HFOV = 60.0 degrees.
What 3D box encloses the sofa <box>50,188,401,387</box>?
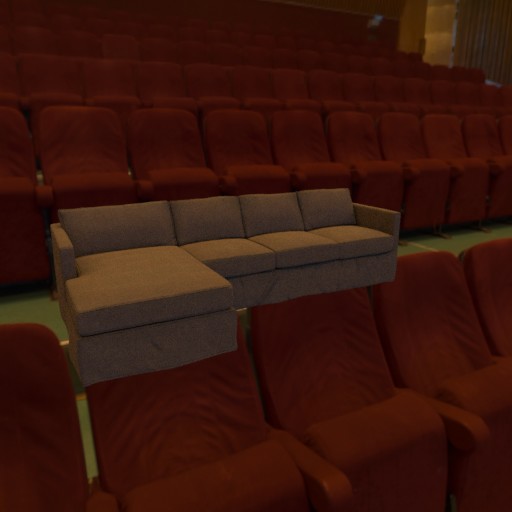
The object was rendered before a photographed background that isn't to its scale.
[{"bbox_3d":[0.000,0.000,3.885,3.205,0.922,1.650,-8,17,-27],"label":"sofa"}]
